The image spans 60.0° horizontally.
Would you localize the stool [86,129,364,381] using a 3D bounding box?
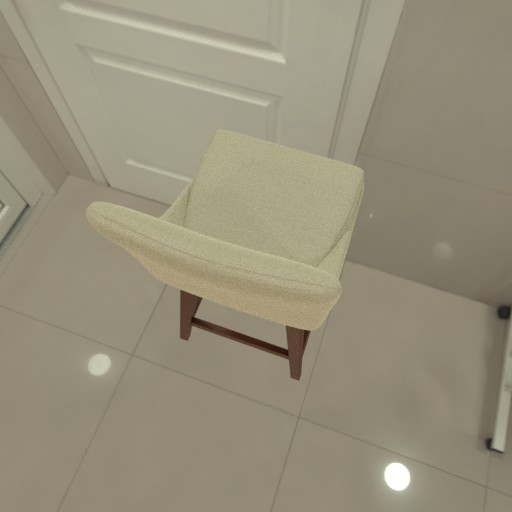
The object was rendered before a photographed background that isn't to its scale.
[{"bbox_3d":[0.000,0.000,1.257,0.469,0.991,0.559,18,65,8],"label":"stool"}]
